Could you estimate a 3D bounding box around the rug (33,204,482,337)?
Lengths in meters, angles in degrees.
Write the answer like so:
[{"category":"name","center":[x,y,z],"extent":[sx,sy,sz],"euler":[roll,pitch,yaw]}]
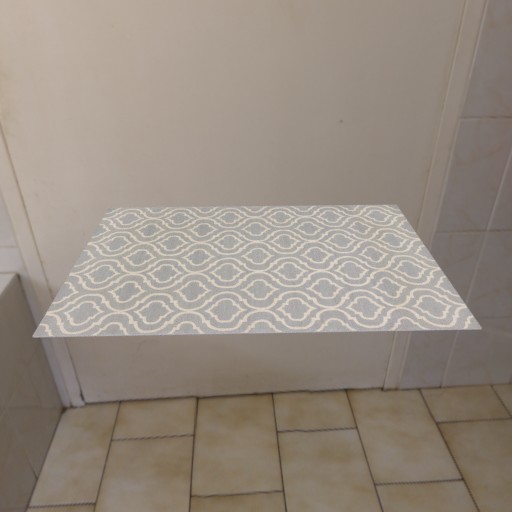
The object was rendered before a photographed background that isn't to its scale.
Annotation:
[{"category":"rug","center":[0.000,0.000,2.206],"extent":[1.749,0.015,1.141],"euler":[-1,31,-1]}]
